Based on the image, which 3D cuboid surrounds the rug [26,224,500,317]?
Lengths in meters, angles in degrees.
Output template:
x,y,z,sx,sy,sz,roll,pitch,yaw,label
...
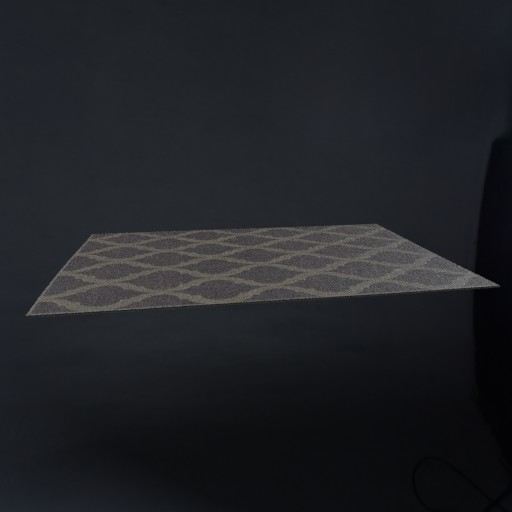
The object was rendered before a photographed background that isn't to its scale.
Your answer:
x,y,z,sx,sy,sz,roll,pitch,yaw,label
0.000,0.000,2.801,2.284,0.008,1.522,-3,17,-9,rug
